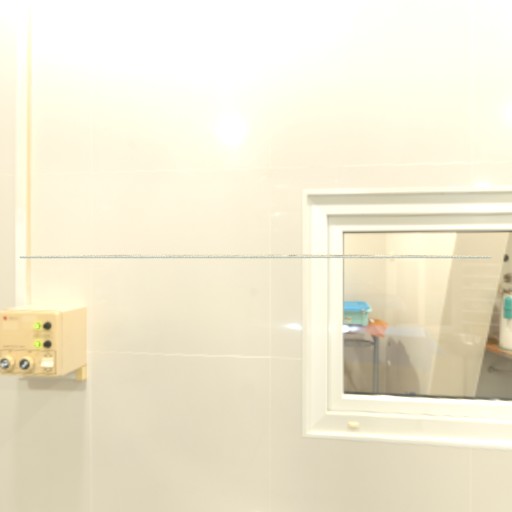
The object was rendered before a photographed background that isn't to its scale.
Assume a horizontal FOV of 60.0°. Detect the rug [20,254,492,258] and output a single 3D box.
[{"bbox_3d":[0.000,0.000,2.317,1.827,0.008,1.225,0,0,0],"label":"rug"}]
